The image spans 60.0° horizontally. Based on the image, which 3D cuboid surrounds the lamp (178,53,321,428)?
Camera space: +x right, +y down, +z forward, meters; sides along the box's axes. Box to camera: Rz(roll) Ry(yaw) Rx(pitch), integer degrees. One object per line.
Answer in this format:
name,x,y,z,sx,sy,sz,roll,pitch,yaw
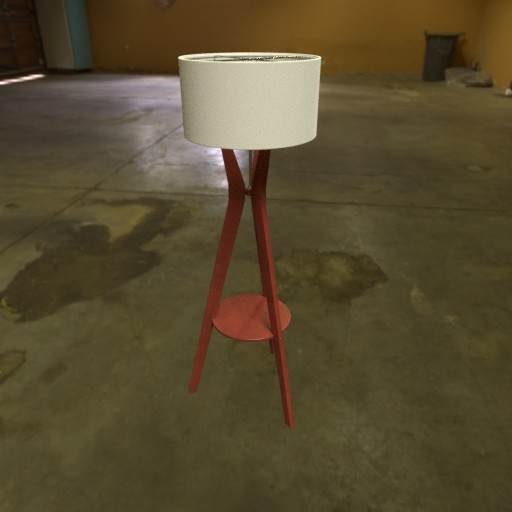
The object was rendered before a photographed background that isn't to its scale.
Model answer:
lamp,0.000,0.000,1.796,0.539,1.472,0.542,-19,33,-32
